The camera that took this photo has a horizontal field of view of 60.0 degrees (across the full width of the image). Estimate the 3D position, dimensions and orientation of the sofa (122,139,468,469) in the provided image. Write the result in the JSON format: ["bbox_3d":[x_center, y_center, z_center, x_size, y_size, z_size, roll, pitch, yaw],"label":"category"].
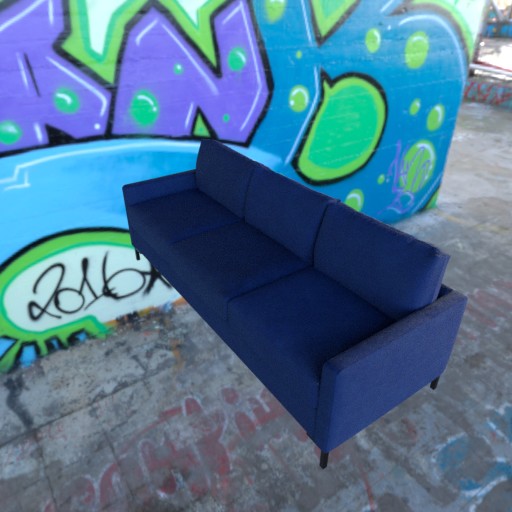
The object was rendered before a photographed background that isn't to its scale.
[{"bbox_3d":[0.000,0.000,2.714,0.875,0.879,2.252,-20,37,-29],"label":"sofa"}]
